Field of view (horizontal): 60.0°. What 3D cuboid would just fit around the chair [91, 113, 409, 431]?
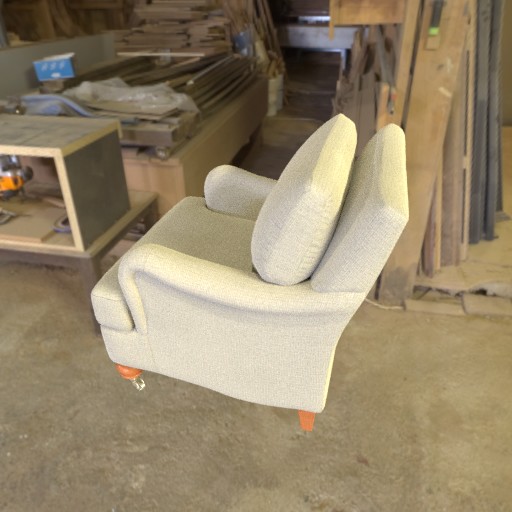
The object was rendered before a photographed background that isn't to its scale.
[{"bbox_3d":[0.000,0.000,1.870,1.070,1.038,0.955,8,32,13],"label":"chair"}]
